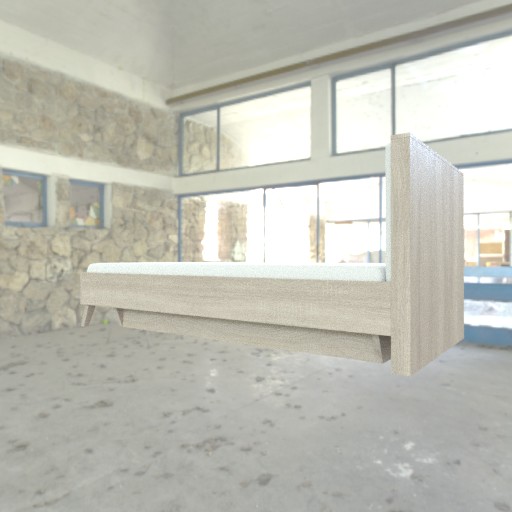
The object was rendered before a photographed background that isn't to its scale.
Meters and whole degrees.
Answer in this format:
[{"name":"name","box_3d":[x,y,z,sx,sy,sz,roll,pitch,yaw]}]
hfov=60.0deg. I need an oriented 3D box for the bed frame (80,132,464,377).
[{"name":"bed frame","box_3d":[0.000,0.000,2.693,2.140,0.920,0.990,0,0,36]}]
